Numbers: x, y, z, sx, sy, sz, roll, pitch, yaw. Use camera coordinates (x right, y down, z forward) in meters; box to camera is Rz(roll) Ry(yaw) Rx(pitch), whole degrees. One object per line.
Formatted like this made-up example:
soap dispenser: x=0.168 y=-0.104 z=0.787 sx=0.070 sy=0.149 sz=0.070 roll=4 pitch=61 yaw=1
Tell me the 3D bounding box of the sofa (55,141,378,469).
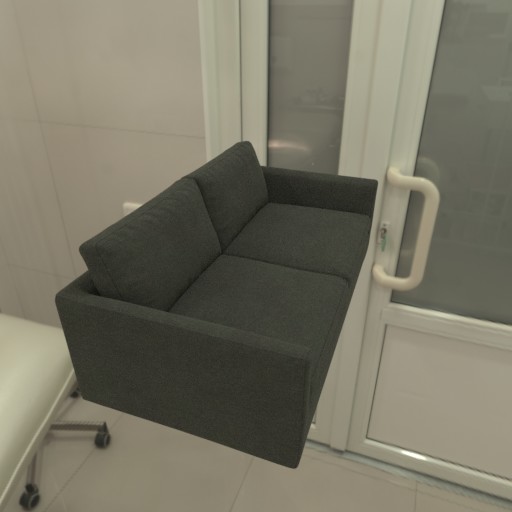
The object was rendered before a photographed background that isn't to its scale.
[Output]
sofa: x=0.000 y=0.000 z=2.525 sx=1.091 sy=0.845 sz=1.909 roll=10 pitch=31 yaw=18
